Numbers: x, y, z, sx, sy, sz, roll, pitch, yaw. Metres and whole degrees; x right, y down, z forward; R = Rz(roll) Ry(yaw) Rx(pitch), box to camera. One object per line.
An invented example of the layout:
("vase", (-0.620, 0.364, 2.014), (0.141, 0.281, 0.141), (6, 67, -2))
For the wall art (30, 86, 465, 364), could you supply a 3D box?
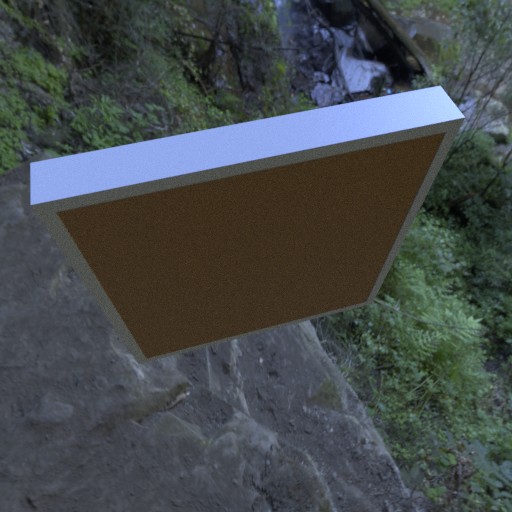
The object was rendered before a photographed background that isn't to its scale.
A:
("wall art", (0.000, 0.000, 0.438), (0.305, 0.305, 0.038), (-13, 59, -8))
